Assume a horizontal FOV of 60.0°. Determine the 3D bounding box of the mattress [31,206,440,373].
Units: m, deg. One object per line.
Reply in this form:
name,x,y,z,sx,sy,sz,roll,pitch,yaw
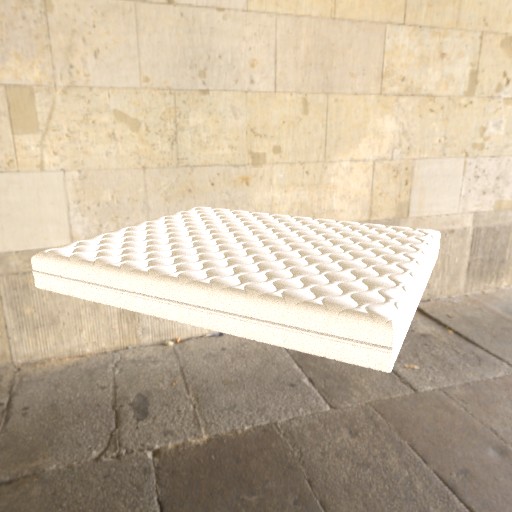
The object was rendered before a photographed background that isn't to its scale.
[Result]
mattress,0.000,0.000,2.647,1.900,0.200,1.600,8,19,26
